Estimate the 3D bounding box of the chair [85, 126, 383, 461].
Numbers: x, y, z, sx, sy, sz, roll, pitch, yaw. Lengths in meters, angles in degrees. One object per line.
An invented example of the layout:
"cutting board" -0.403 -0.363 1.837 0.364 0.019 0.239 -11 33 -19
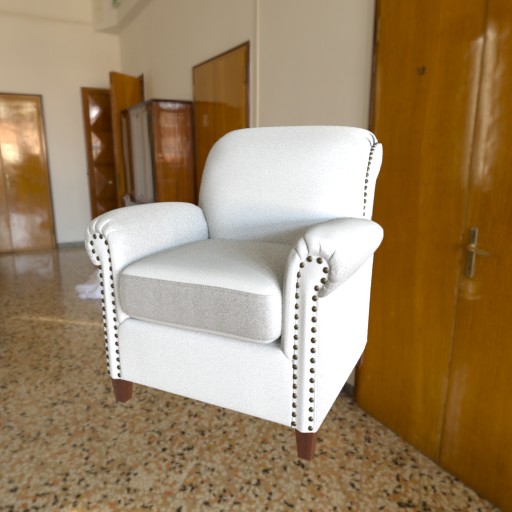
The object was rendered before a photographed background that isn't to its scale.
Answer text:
"chair" 0.000 0.000 1.592 0.854 0.927 0.890 6 14 25
